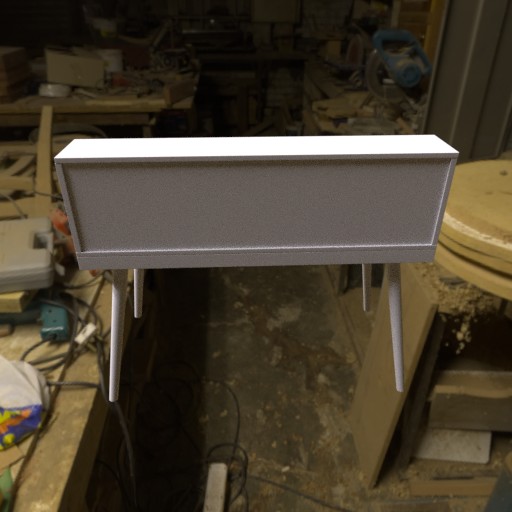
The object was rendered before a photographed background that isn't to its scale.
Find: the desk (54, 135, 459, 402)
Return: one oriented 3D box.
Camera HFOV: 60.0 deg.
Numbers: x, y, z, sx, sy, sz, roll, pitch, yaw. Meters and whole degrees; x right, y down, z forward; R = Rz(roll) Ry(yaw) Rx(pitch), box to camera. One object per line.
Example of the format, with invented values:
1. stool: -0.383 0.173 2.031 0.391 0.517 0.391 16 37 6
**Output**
1. desk: 0.000 0.000 1.775 1.199 0.990 0.559 -1 31 -2
